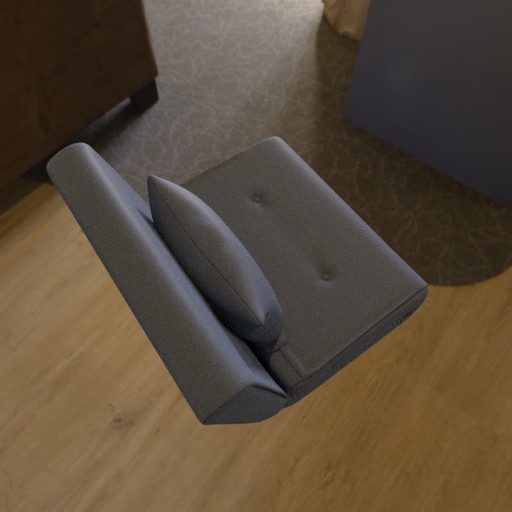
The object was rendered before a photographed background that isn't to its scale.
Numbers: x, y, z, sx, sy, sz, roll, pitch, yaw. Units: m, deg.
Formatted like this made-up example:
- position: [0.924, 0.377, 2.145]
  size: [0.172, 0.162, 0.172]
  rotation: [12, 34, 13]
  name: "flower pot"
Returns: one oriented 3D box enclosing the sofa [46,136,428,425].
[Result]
- position: [0.000, 0.000, 1.712]
  size: [0.996, 0.860, 0.999]
  rotation: [-31, 65, -17]
  name: "sofa"
